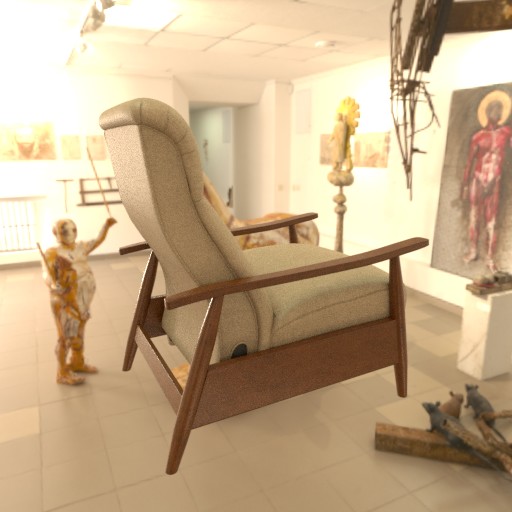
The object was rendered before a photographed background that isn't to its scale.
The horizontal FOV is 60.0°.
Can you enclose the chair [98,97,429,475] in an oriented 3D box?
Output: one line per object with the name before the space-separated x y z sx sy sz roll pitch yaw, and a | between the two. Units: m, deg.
chair | 0.000 0.000 1.719 1.030 1.082 0.762 -7 16 -26
